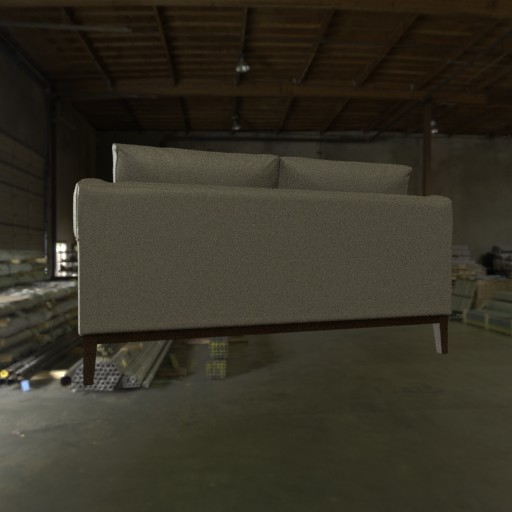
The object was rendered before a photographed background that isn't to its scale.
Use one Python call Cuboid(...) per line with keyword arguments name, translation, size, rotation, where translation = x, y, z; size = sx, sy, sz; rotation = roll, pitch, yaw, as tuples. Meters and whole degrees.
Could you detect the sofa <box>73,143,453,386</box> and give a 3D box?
Cuboid(name="sofa", translation=(0.000, 0.000, 2.155), size=(1.598, 0.873, 0.899), rotation=(0, 0, -18))
